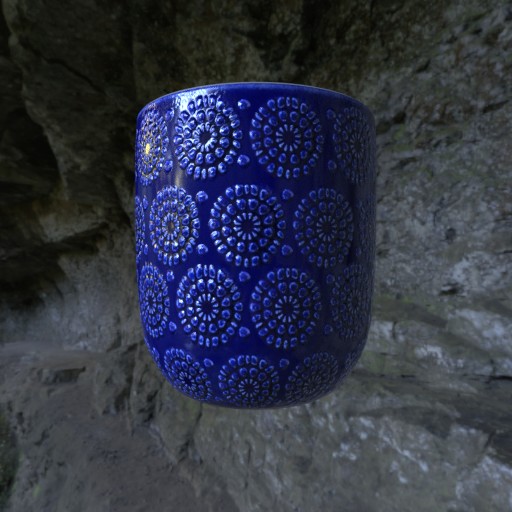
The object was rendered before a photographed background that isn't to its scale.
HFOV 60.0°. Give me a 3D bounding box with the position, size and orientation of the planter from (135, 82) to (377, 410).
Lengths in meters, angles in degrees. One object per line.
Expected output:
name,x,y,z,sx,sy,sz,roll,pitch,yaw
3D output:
planter,0.000,0.000,0.350,0.184,0.206,0.184,0,0,0
